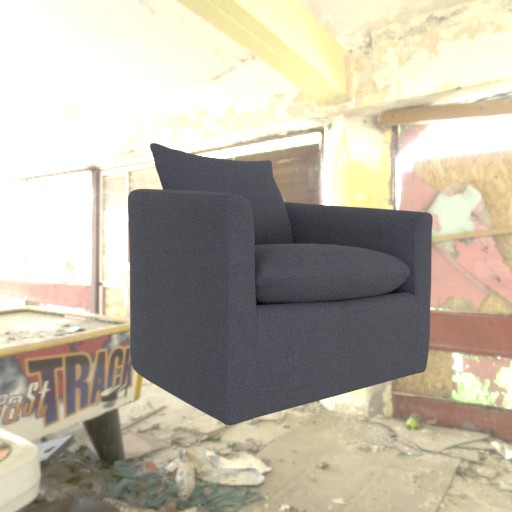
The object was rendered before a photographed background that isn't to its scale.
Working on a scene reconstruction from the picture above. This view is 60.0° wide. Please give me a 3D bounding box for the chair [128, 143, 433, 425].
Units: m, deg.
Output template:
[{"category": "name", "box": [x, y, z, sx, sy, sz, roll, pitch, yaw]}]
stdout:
[{"category": "chair", "box": [0.000, 0.000, 1.614, 0.845, 0.848, 0.910, 0, 0, -37]}]
